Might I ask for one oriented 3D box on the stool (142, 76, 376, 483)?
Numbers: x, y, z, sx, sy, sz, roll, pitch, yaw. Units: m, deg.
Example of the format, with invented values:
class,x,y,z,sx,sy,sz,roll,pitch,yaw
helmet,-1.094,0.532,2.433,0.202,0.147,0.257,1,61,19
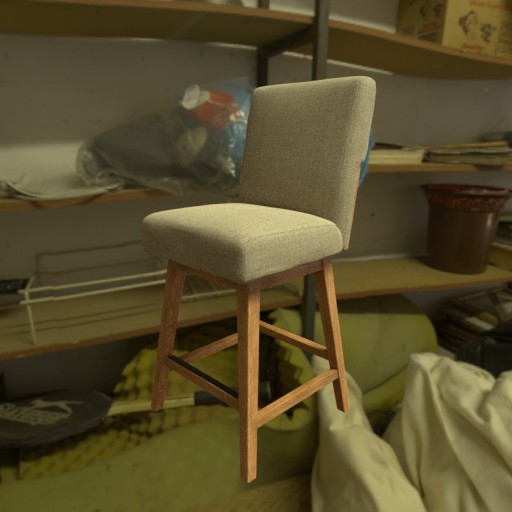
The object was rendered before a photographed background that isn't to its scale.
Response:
class,x,y,z,sx,sy,sz,roll,pitch,yaw
stool,0.000,0.000,1.319,0.526,1.010,0.459,-14,21,-43
